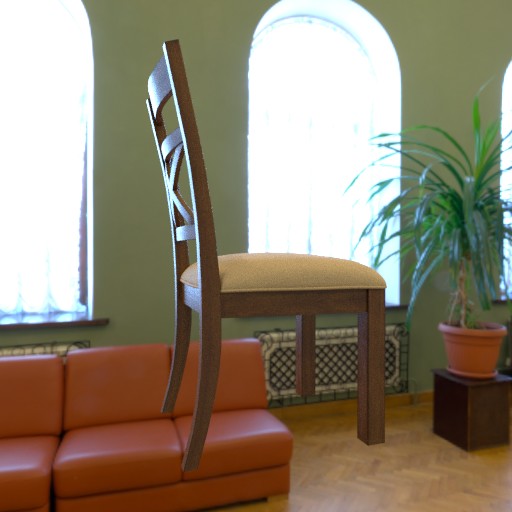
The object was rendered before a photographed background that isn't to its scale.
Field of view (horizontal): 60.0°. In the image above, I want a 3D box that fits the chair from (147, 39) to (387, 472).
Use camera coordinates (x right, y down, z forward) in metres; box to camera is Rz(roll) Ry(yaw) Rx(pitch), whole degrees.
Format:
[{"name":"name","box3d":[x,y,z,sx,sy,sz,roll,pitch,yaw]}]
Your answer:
[{"name":"chair","box3d":[0.000,0.000,1.241,0.581,0.949,0.461,0,1,-19]}]
